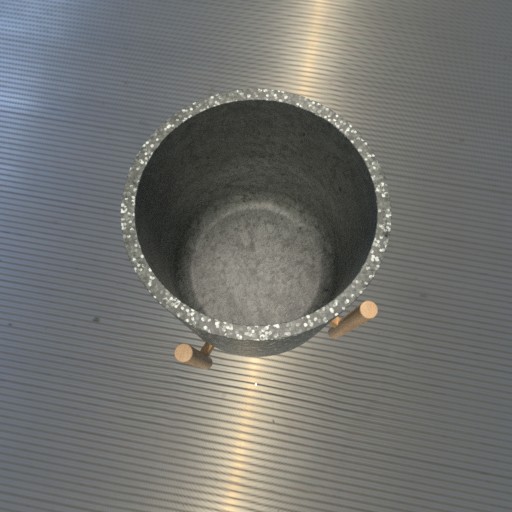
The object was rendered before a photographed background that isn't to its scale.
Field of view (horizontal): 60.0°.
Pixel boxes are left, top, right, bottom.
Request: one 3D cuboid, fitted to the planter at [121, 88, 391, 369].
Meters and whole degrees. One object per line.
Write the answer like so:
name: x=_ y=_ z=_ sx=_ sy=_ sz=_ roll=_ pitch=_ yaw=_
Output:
planter: x=0.000 y=0.000 z=0.698 sx=0.360 sy=0.419 sz=0.360 roll=-34 pitch=77 yaw=-9
